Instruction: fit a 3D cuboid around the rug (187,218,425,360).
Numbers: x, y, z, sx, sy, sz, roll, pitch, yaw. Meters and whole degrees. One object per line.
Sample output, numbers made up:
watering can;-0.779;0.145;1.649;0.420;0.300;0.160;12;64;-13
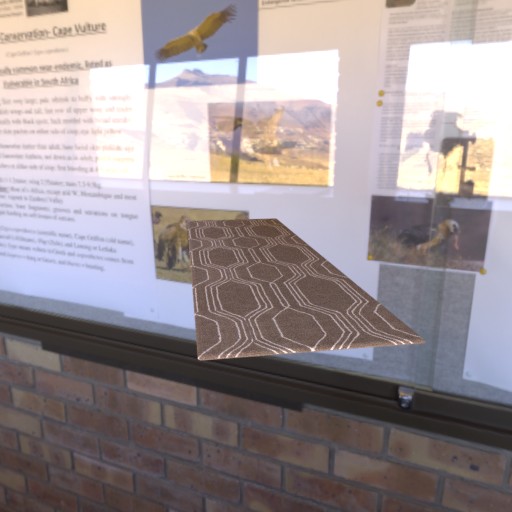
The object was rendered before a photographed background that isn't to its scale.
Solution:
rug;0.000;0.000;2.627;0.773;0.012;2.464;-2;15;-9
